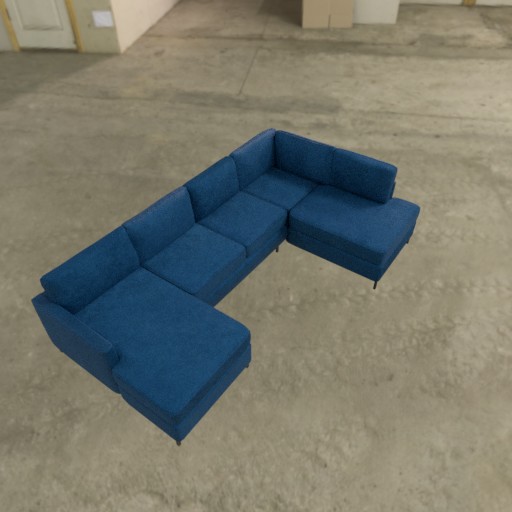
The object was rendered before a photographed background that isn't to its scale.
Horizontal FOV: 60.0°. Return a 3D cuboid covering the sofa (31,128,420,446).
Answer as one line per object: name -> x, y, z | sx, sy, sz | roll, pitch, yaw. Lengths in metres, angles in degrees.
sofa -> 0.000, 0.000, 4.309 | 2.055, 0.992, 3.434 | 26, 48, 26
